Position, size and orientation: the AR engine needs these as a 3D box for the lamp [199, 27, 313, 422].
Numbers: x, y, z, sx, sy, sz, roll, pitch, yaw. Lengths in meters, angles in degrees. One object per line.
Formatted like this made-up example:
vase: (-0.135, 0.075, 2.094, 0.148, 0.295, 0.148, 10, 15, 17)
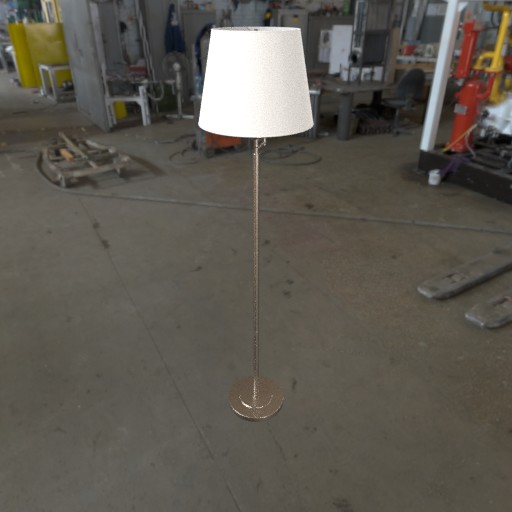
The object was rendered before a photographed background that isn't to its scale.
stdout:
lamp: (0.000, 0.000, 1.613, 0.355, 1.473, 0.355, 0, 29, 0)
